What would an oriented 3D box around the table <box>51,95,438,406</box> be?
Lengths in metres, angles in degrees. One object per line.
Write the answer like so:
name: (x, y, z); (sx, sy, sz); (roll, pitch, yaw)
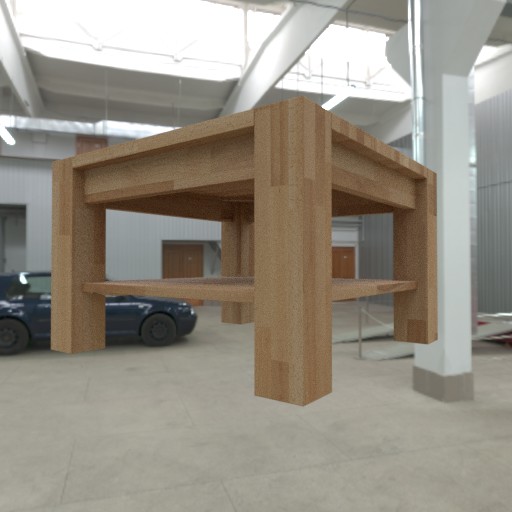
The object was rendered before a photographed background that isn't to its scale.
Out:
table: (0.000, 0.000, 1.130); (0.700, 0.451, 0.700); (-1, -1, 37)
